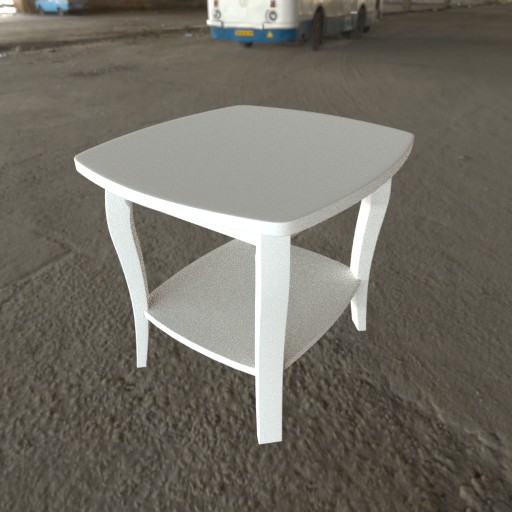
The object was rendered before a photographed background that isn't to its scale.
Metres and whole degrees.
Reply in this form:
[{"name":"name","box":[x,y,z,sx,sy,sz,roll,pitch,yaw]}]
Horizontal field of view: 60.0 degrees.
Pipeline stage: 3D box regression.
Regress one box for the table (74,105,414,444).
[{"name":"table","box":[0.000,0.000,0.854,0.451,0.438,0.502,20,37,30]}]
